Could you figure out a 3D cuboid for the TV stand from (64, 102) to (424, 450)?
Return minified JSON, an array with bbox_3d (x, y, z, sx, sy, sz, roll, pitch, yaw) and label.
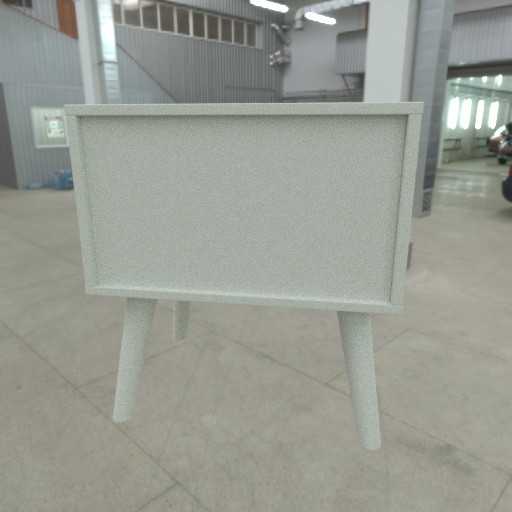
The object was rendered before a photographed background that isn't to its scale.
[{"bbox_3d":[0.000,0.000,0.884,0.508,0.559,0.405,3,17,9],"label":"TV stand"}]
